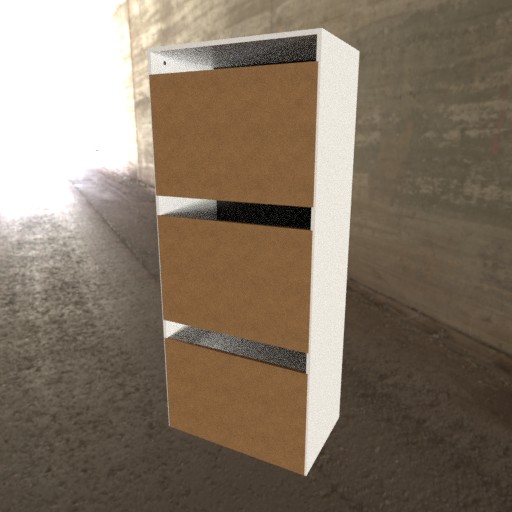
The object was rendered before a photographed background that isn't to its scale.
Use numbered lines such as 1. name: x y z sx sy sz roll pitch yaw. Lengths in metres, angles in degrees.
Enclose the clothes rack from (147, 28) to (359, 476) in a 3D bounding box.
1. clothes rack: 0.000 0.000 1.387 0.500 1.187 0.330 8 17 27
